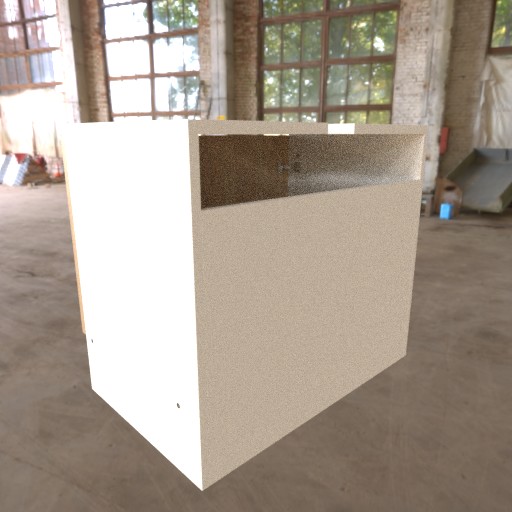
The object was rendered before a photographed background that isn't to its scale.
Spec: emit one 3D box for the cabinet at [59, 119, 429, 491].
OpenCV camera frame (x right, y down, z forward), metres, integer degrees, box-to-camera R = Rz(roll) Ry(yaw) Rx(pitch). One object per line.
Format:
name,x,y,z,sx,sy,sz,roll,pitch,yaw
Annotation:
cabinet,0.000,0.000,0.920,0.600,0.522,0.400,-14,21,-42
